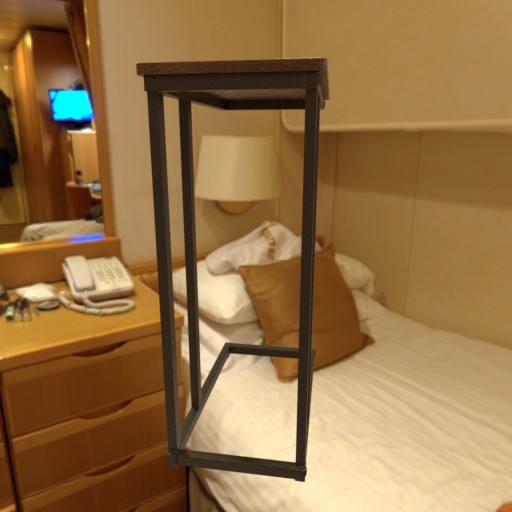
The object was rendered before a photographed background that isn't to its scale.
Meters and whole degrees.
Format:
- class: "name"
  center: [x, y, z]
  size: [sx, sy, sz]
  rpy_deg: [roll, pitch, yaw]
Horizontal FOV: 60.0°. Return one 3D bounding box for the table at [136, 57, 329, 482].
- class: "table"
  center: [0.000, 0.000, 0.864]
  size: [0.254, 0.637, 0.450]
  rpy_deg: [2, 15, 9]
